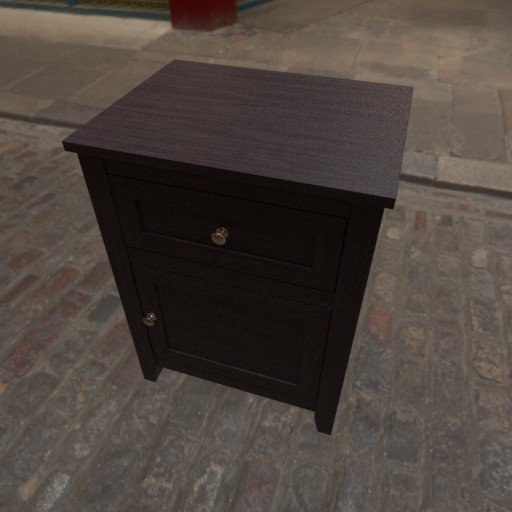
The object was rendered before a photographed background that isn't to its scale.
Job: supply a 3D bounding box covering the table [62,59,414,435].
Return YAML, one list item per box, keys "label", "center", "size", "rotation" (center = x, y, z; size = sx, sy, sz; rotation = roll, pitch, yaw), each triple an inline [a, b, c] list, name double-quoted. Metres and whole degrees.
- label: "table"
  center: [0.000, 0.000, 0.938]
  size: [0.480, 0.635, 0.381]
  rotation: [12, 43, 13]
